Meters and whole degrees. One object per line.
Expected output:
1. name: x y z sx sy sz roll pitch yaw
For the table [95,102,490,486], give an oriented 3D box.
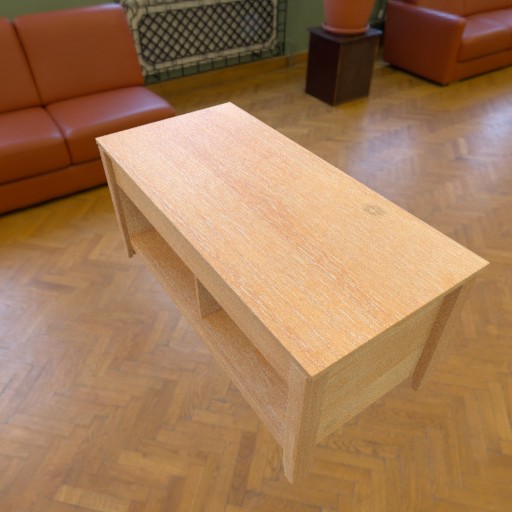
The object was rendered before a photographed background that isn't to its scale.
1. table: 0.000 0.000 1.284 0.483 0.457 1.016 -25 47 -25
